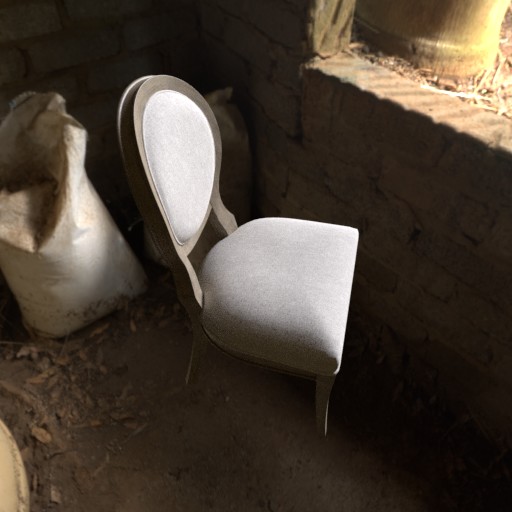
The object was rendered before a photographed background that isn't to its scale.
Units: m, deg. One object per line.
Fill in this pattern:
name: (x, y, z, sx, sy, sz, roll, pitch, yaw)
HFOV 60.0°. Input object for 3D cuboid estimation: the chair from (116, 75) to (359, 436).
chair: (0.000, 0.000, 1.311, 0.602, 0.990, 0.558, 11, 47, 10)
